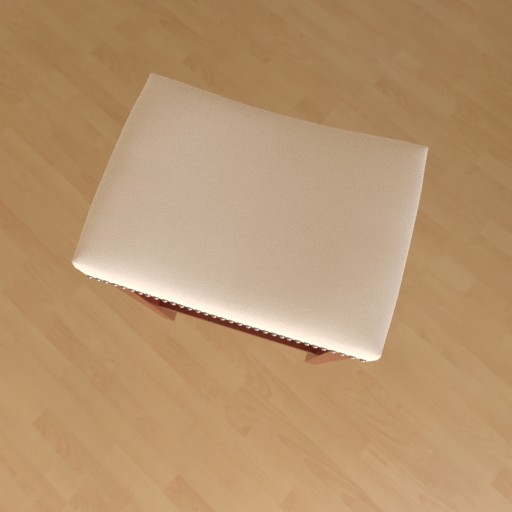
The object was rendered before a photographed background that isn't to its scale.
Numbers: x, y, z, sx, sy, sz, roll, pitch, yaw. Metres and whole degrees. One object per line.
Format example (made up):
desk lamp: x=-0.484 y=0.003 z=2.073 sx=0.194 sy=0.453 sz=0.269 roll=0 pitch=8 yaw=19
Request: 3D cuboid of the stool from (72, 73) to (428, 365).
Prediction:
stool: x=0.000 y=0.000 z=1.038 sx=0.504 sy=0.742 sz=0.372 roll=16 pitch=76 yaw=4
